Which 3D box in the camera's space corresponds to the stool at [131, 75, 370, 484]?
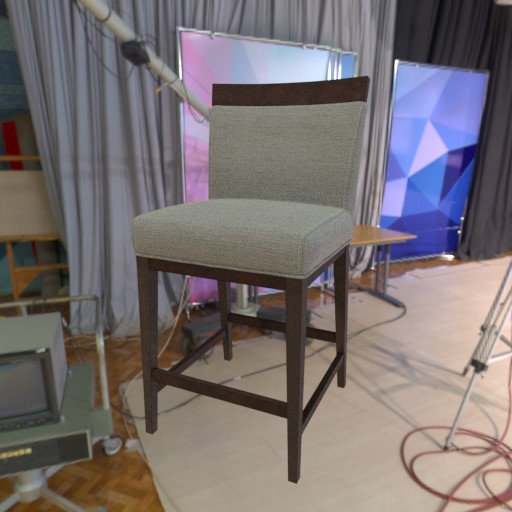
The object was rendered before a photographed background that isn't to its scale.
[{"bbox_3d":[0.000,0.000,1.306,0.512,1.009,0.531,7,17,24],"label":"stool"}]
